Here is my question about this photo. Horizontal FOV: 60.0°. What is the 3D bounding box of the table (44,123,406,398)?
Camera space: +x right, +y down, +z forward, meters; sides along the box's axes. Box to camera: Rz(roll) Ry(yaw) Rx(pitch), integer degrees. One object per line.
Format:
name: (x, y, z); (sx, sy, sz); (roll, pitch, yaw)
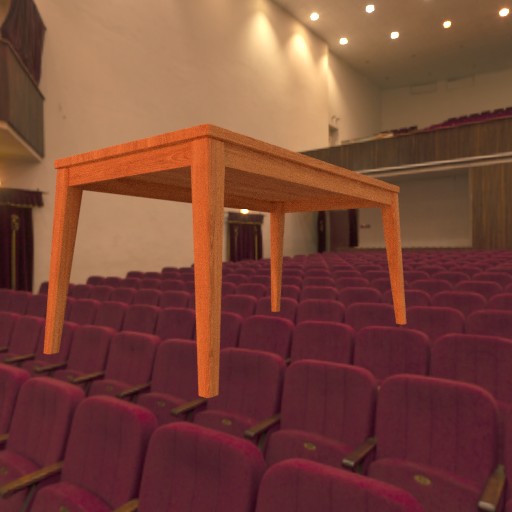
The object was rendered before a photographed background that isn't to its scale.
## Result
table: (0.000, 0.000, 2.109); (0.900, 0.760, 1.600); (0, 1, 37)
